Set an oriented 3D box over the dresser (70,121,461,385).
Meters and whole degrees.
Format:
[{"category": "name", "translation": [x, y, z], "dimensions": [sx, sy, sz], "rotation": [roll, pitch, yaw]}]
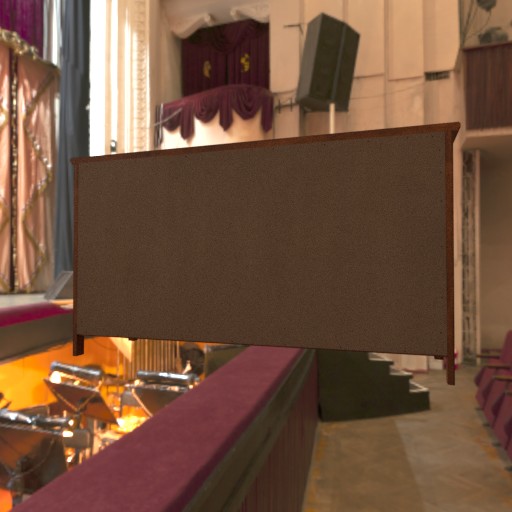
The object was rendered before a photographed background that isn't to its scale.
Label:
[{"category": "dresser", "translation": [0.000, 0.000, 1.890], "dimensions": [1.551, 0.856, 0.463], "rotation": [0, -1, 18]}]
